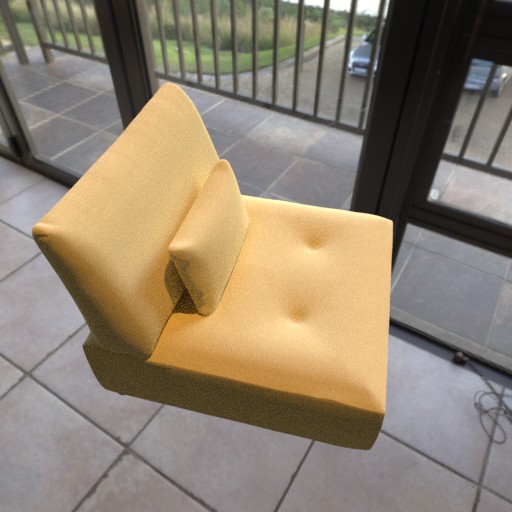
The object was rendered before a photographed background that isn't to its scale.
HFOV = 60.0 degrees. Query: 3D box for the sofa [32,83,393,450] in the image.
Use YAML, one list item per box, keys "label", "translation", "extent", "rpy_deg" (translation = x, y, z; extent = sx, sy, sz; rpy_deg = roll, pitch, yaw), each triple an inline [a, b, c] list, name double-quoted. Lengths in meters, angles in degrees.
- label: "sofa"
  translation: [0.000, 0.000, 1.609]
  extent: [1.000, 0.820, 0.930]
  rpy_deg: [10, 46, 10]
